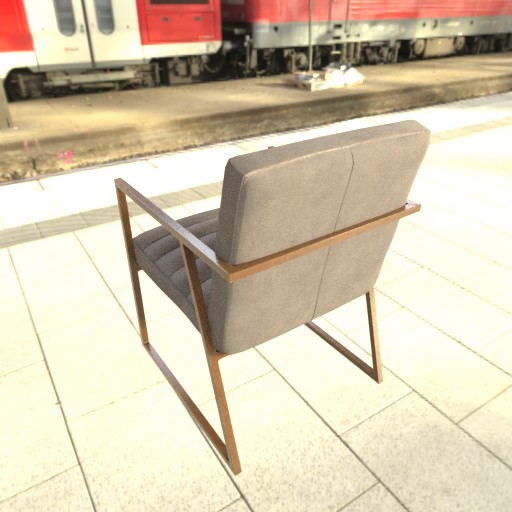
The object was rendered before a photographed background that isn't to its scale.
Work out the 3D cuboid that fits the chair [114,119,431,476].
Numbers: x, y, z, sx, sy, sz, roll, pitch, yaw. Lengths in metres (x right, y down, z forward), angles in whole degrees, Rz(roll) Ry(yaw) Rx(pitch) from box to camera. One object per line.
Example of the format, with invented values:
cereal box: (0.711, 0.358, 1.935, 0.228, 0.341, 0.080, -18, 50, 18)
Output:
chair: (0.000, 0.000, 1.314, 0.578, 0.843, 0.682, -19, 35, -30)
